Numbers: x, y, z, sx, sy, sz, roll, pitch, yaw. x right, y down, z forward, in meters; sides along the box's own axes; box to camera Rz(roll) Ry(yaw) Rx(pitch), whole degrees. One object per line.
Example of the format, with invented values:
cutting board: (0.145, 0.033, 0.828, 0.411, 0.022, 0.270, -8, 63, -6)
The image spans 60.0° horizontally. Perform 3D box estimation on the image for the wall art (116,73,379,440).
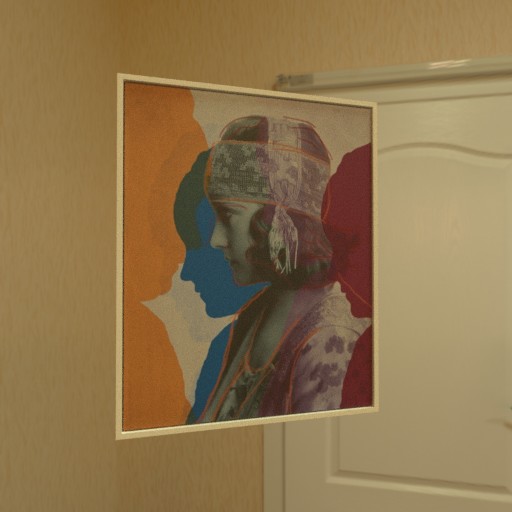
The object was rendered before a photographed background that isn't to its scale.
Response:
wall art: (0.000, 0.000, 0.738, 0.443, 0.549, 0.030, 0, -1, -16)
